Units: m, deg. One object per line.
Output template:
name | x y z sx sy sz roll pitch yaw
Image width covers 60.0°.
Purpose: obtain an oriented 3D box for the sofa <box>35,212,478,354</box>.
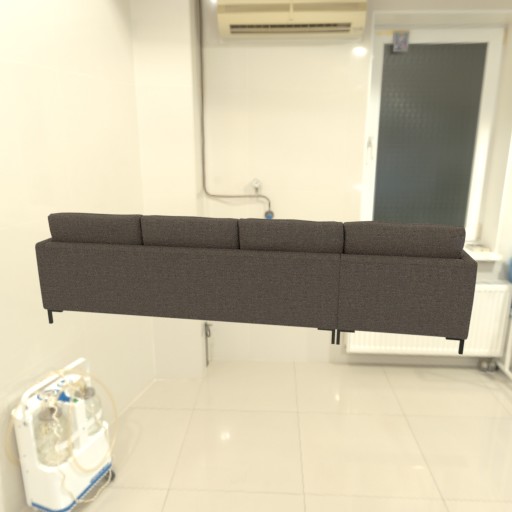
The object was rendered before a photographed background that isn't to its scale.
sofa | 0.000 0.000 3.264 2.731 0.754 1.258 3 15 9
